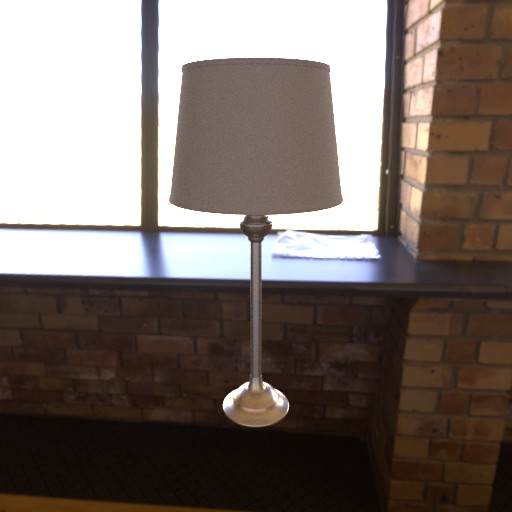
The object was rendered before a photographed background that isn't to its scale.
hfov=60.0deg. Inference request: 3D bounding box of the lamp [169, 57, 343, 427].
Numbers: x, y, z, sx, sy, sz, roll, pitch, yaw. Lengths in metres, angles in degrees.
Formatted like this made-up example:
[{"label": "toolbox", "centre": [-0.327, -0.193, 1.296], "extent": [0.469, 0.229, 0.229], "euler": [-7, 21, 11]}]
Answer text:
[{"label": "lamp", "centre": [0.000, 0.000, 0.887], "extent": [0.331, 0.698, 0.331], "euler": [0, 17, 0]}]
